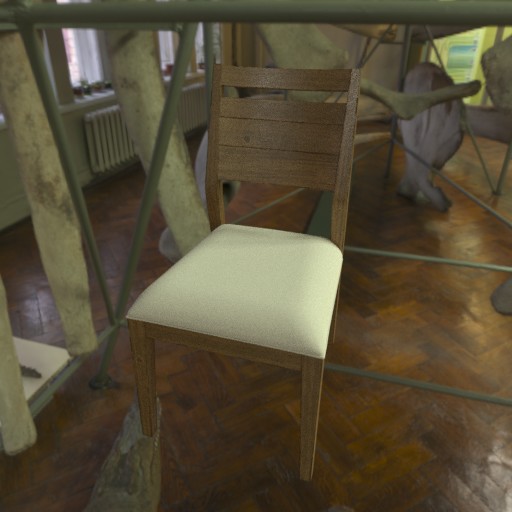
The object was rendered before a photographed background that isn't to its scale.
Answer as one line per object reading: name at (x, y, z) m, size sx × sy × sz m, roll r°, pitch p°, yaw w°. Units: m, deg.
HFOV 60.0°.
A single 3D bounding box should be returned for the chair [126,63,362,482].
chair at (0.000, 0.000, 1.243) m, size 0.497 × 0.939 × 0.610 m, roll 9°, pitch 30°, yaw 16°
